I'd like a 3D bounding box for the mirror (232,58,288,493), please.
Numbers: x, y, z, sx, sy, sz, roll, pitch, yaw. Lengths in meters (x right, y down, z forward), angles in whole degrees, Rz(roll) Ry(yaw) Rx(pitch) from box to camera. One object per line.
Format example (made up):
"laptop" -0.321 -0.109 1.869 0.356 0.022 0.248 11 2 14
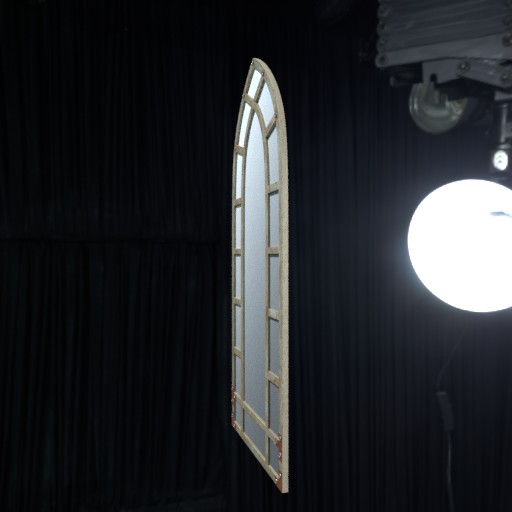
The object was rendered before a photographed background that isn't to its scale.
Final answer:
"mirror" 0.000 0.000 1.320 0.025 1.175 0.464 0 0 -19
